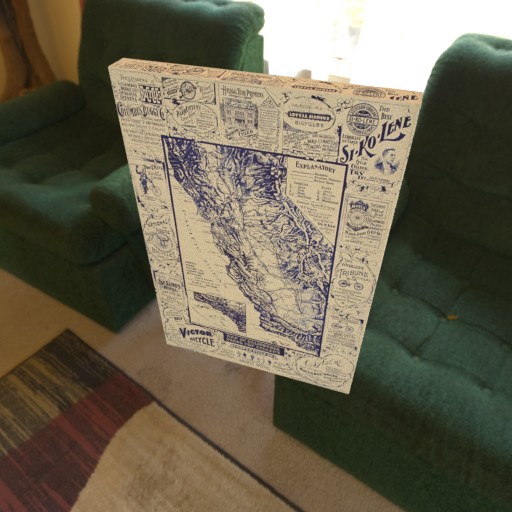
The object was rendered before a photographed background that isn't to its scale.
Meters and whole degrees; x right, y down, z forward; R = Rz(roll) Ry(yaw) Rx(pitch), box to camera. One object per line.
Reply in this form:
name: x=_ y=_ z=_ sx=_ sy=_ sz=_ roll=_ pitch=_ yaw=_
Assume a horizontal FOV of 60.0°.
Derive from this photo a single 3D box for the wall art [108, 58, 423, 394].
wall art: x=0.000 y=0.000 z=0.762 sx=0.408 sy=0.601 sz=0.040 roll=12 pitch=43 yaw=13
